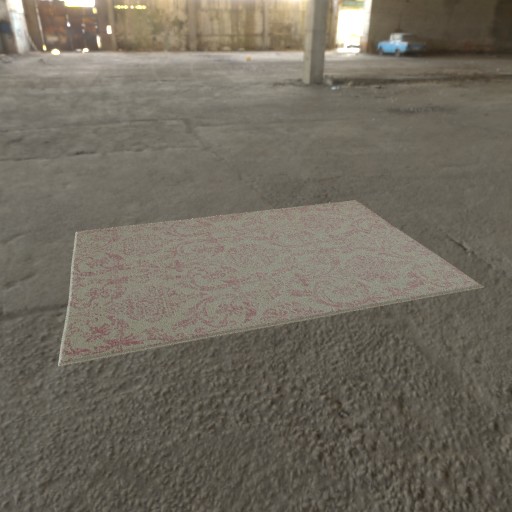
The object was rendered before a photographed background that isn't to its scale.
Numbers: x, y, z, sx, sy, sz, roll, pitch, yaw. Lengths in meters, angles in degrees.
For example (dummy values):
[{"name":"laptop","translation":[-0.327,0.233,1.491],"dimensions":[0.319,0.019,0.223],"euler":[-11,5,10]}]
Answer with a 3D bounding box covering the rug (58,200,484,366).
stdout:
[{"name":"rug","translation":[0.000,0.000,3.475],"dimensions":[2.746,0.018,1.819],"euler":[-8,28,-15]}]
